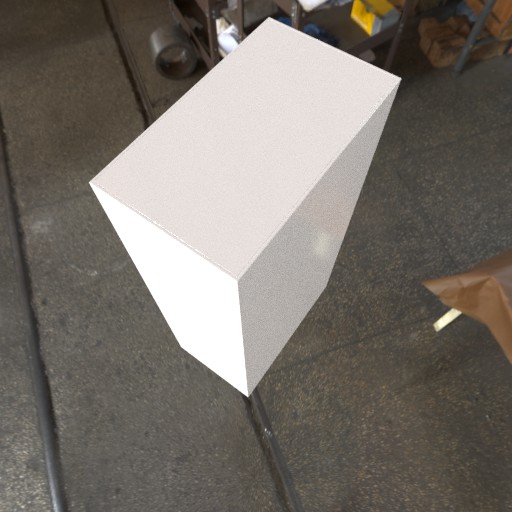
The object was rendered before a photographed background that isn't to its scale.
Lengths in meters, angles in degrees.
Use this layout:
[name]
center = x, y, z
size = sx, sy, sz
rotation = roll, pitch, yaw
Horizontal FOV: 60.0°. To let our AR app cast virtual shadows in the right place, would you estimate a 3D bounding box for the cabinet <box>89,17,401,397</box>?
[cabinet]
center = 0.000, 0.000, 2.342
size = 0.580, 1.920, 0.980
rotation = 33, 68, 15
